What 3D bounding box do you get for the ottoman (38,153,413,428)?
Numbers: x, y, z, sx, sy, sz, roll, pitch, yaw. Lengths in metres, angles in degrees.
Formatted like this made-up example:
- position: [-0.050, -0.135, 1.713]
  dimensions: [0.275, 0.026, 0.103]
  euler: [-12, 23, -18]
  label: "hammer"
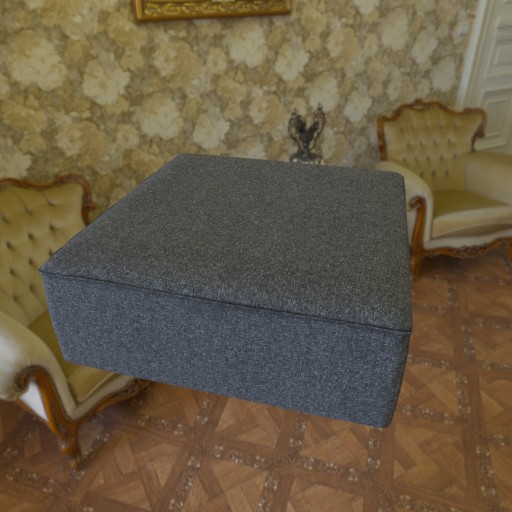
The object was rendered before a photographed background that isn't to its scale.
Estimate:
- position: [0.000, 0.000, 1.603]
  dimensions: [1.021, 0.423, 1.017]
  euler: [8, 33, 13]
  label: "ottoman"
